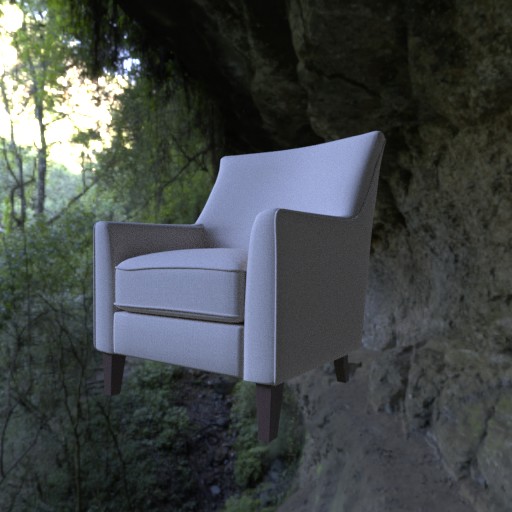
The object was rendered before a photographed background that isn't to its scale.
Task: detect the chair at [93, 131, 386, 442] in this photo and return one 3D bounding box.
[{"bbox_3d":[0.000,0.000,1.604,0.756,0.916,0.879,0,0,35],"label":"chair"}]
